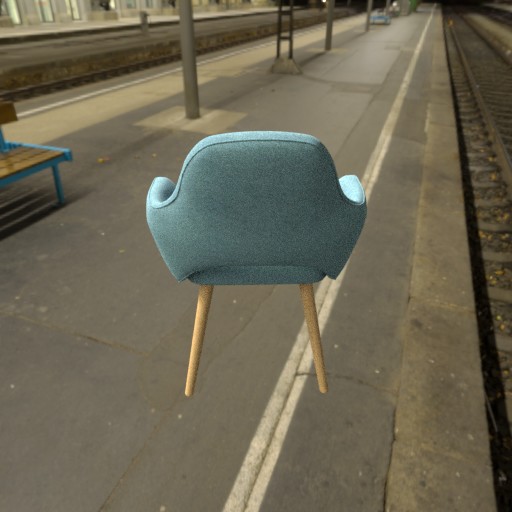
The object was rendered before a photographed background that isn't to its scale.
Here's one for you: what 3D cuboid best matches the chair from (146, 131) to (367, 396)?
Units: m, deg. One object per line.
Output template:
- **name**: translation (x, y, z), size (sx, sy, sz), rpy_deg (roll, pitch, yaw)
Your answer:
- **chair**: translation (0.000, 0.000, 1.357), size (0.589, 0.920, 0.666), rpy_deg (-1, 31, -1)
